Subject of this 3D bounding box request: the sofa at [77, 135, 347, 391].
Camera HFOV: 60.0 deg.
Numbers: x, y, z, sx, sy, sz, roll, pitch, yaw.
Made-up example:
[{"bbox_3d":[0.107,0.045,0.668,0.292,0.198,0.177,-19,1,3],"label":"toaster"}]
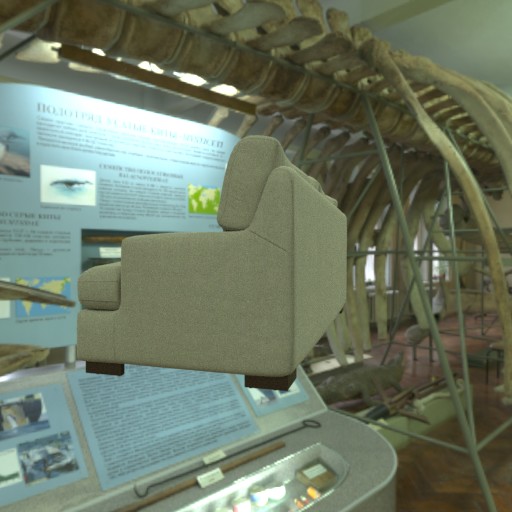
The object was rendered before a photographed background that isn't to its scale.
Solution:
[{"bbox_3d":[0.000,0.000,2.850,0.962,0.980,2.354,0,1,16],"label":"sofa"}]
